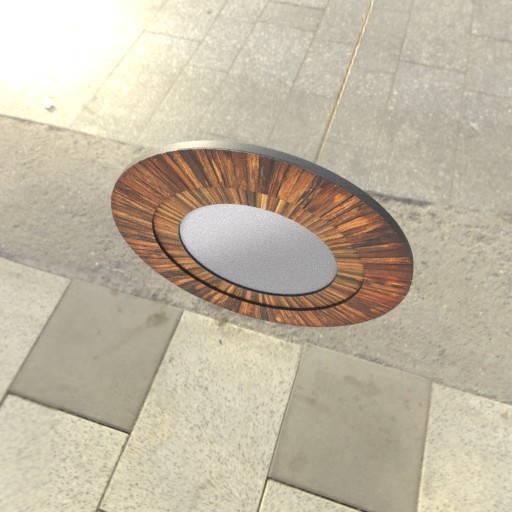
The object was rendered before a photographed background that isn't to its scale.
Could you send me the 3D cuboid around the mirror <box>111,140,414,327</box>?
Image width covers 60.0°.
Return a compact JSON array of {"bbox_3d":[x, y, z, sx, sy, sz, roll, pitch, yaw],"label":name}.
[{"bbox_3d":[0.000,0.000,1.604,1.077,1.077,0.036,13,60,8],"label":"mirror"}]
